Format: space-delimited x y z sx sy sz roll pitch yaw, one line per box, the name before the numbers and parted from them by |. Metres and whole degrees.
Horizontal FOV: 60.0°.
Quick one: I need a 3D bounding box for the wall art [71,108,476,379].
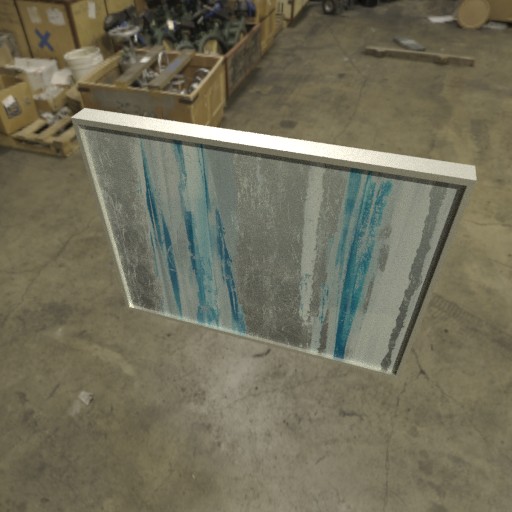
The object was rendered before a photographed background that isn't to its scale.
wall art | 0.000 0.000 1.402 1.056 0.801 0.066 12 43 13
